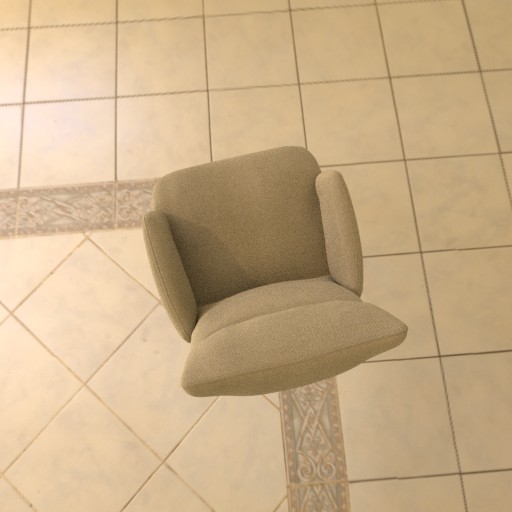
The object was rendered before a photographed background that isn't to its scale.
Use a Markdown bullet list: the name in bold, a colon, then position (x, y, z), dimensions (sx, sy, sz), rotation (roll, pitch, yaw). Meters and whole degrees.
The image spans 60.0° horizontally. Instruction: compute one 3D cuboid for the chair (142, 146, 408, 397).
- **chair**: position (0.000, 0.000, 1.574), dimensions (0.711, 1.016, 0.889), rotation (-14, 76, -3)
